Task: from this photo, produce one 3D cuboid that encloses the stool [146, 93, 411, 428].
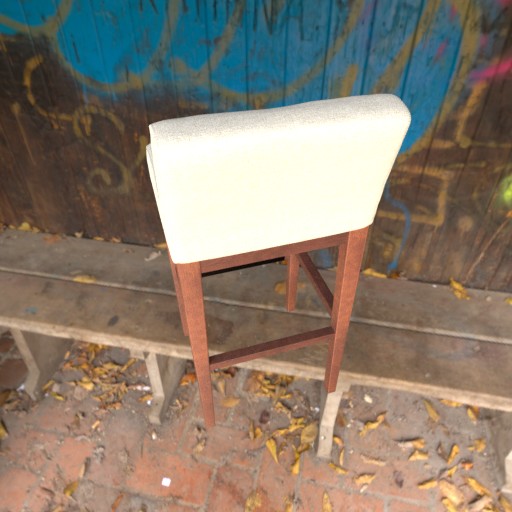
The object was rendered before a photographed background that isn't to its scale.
[{"bbox_3d":[0.000,0.000,1.305,0.511,1.037,0.500,-11,42,-13],"label":"stool"}]
